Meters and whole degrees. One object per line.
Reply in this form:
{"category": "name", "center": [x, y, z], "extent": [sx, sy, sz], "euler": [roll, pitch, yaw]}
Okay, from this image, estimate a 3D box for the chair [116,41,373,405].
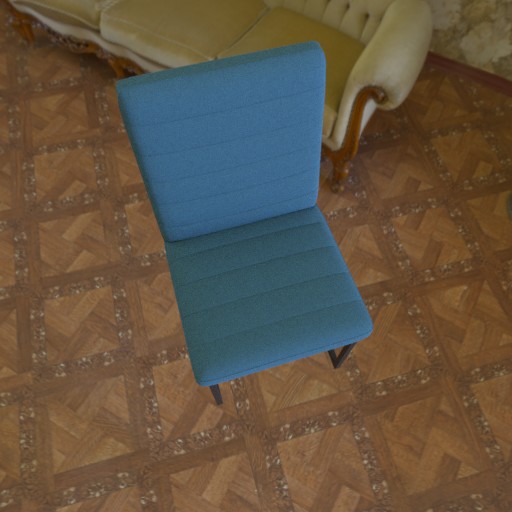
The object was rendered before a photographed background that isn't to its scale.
{"category": "chair", "center": [0.000, 0.000, 1.323], "extent": [0.520, 0.930, 0.634], "euler": [-15, 63, -8]}
